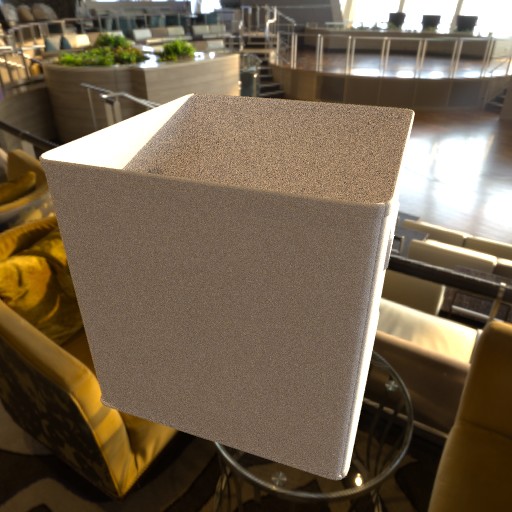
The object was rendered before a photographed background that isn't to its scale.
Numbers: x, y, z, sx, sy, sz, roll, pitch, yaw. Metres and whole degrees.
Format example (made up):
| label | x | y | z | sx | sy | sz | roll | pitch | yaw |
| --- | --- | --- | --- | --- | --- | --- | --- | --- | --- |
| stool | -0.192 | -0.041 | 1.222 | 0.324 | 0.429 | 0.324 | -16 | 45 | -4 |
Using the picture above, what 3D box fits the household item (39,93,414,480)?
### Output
| label | x | y | z | sx | sy | sz | roll | pitch | yaw |
| --- | --- | --- | --- | --- | --- | --- | --- | --- | --- |
| household item | 0.000 | 0.000 | 0.535 | 0.305 | 0.305 | 0.305 | 10 | 32 | 17 |
